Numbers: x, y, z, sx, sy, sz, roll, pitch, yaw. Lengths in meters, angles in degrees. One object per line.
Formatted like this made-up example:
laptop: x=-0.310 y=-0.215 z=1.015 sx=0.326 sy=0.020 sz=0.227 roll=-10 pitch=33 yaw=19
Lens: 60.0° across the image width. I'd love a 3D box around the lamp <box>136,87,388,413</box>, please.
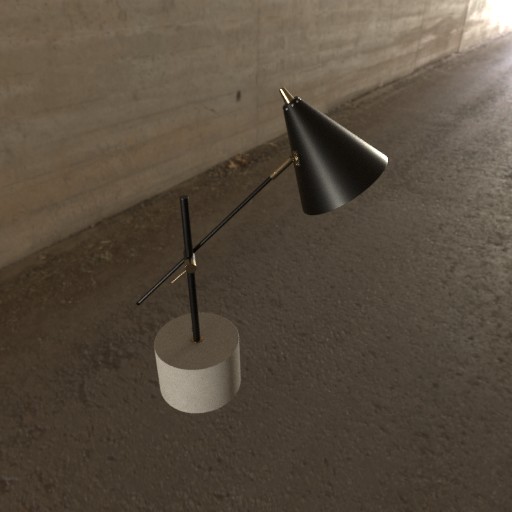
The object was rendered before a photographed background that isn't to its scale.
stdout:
lamp: x=0.000 y=0.000 z=0.739 sx=0.403 sy=0.518 sz=0.214 roll=0 pitch=31 yaw=-1
